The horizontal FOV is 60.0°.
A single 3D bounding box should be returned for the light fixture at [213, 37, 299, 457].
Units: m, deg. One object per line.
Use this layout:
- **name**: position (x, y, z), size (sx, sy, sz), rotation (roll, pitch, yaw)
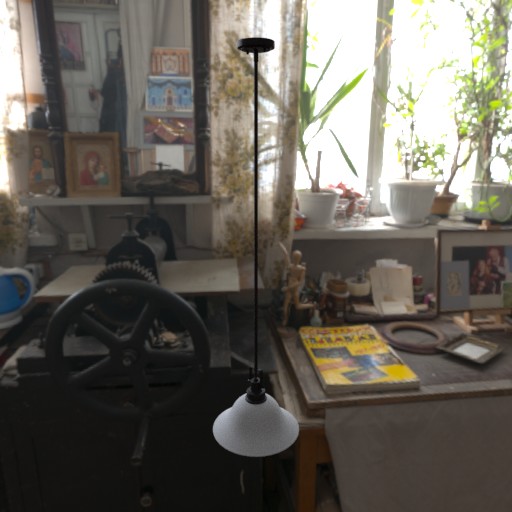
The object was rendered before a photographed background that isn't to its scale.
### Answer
- **light fixture**: position (0.000, 0.000, 1.506), size (0.324, 1.337, 0.324), rotation (14, 20, 42)
